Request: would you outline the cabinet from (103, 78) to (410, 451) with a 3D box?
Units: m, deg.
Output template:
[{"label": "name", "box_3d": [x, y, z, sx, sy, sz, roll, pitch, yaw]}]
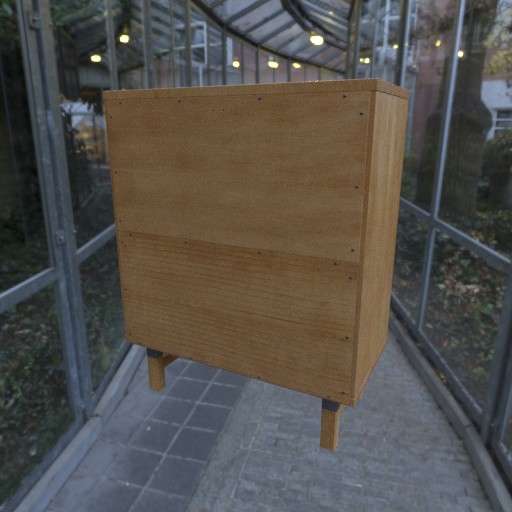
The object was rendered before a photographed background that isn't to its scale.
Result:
[{"label": "cabinet", "box_3d": [0.000, 0.000, 1.432, 0.800, 1.001, 0.419, 8, 18, 27]}]
